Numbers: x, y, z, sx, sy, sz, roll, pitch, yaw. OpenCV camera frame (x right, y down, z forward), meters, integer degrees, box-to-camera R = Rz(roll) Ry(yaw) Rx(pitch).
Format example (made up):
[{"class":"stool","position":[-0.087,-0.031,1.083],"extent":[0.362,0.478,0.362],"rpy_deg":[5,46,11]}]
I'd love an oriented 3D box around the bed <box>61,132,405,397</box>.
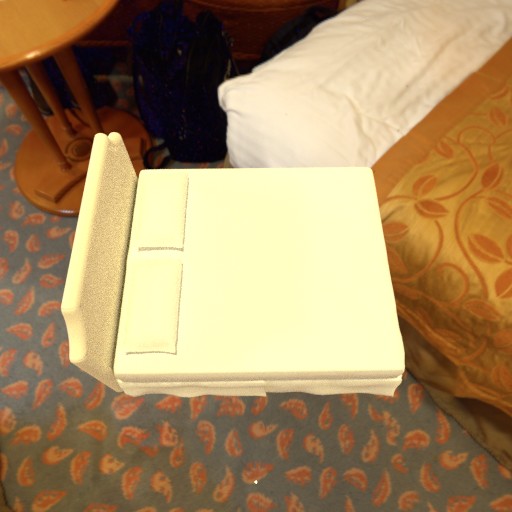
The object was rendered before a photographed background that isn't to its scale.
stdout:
[{"class":"bed","position":[0.000,0.000,4.180],"extent":[2.773,1.590,2.350],"rpy_deg":[-1,63,0]}]
